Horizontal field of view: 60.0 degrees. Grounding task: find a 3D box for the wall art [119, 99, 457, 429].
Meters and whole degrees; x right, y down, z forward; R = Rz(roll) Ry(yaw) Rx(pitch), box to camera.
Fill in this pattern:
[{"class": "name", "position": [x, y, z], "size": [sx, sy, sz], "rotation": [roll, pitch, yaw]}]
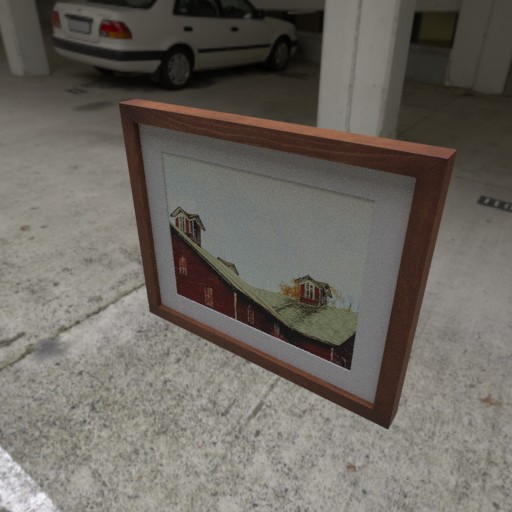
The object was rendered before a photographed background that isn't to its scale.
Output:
[{"class": "wall art", "position": [0.000, 0.000, 0.552], "size": [0.401, 0.328, 0.030], "rotation": [19, 35, 30]}]
